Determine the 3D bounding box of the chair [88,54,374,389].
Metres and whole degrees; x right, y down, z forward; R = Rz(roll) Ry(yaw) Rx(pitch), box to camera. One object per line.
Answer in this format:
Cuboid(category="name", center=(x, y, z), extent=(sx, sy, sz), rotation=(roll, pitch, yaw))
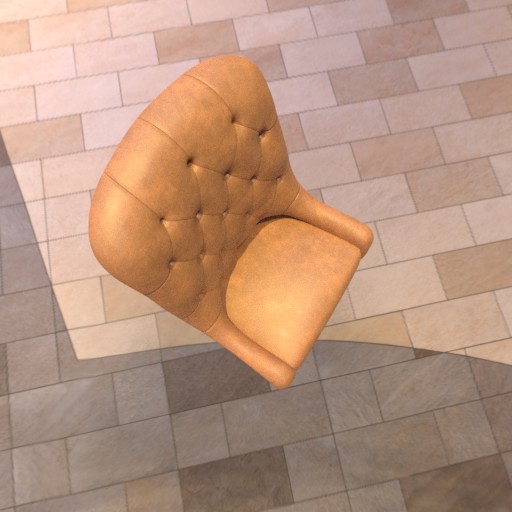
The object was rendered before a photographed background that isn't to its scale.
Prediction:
Cuboid(category="chair", center=(0.000, 0.000, 1.441), extent=(0.629, 1.091, 0.634), rotation=(31, 76, 8))
